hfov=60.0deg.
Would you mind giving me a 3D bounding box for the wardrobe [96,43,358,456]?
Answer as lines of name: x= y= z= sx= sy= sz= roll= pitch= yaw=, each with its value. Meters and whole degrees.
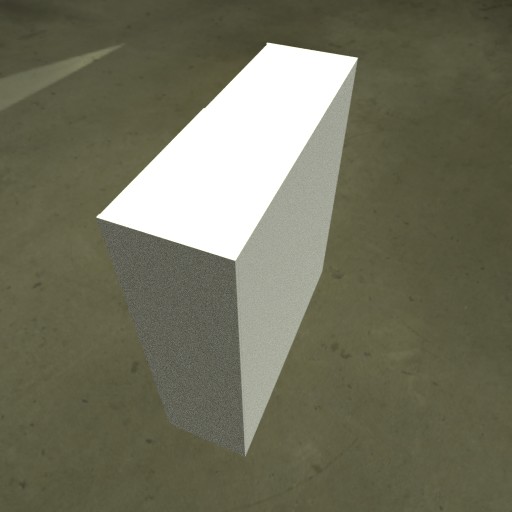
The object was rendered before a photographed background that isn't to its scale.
wardrobe: x=0.000 y=0.000 z=2.979 sx=0.600 sy=2.020 sz=1.830 roll=17 pitch=49 yaw=15
